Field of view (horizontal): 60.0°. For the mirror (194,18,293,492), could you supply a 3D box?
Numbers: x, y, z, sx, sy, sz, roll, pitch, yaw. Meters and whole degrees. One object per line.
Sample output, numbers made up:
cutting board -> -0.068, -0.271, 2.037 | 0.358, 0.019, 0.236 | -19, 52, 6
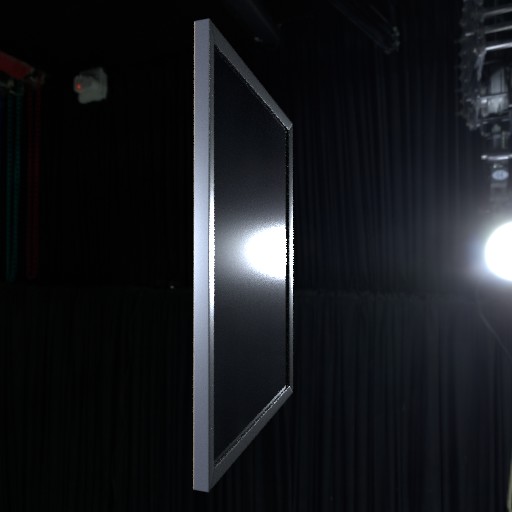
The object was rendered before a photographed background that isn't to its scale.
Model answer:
mirror -> 0.000, 0.000, 1.318 | 0.040, 1.016, 0.762 | 0, -1, 18
